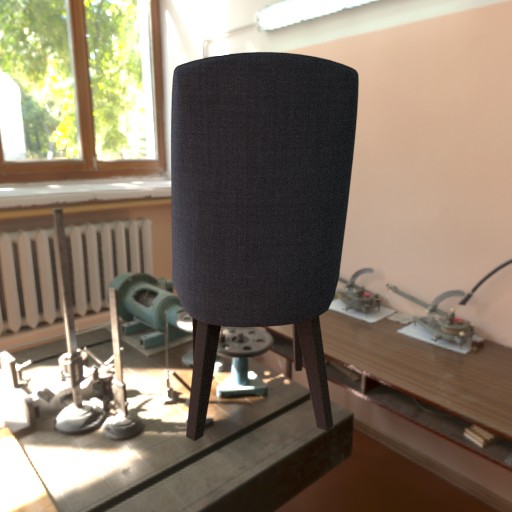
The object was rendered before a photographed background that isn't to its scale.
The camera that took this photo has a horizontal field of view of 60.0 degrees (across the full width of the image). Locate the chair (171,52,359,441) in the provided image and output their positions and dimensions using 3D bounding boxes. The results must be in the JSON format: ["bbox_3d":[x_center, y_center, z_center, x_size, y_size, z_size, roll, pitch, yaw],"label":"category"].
[{"bbox_3d":[0.000,0.000,1.362,0.510,1.050,0.577,-2,14,-7],"label":"chair"}]
